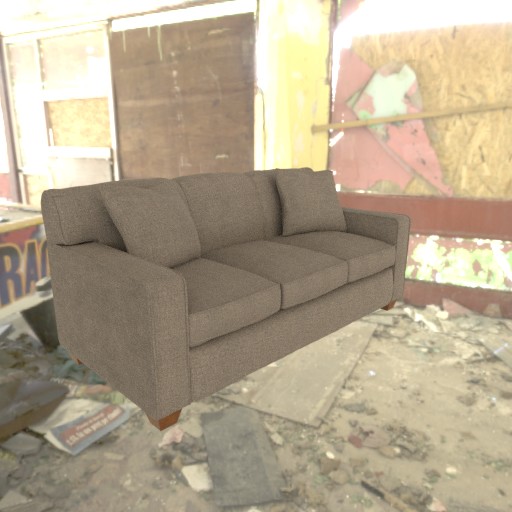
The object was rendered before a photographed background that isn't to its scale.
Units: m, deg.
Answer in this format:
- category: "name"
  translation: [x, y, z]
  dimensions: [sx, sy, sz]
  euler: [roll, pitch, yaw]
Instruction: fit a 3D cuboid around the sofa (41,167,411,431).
- category: "sofa"
  translation: [0.000, 0.000, 2.615]
  dimensions: [0.997, 0.958, 2.024]
  euler: [15, 21, 43]
